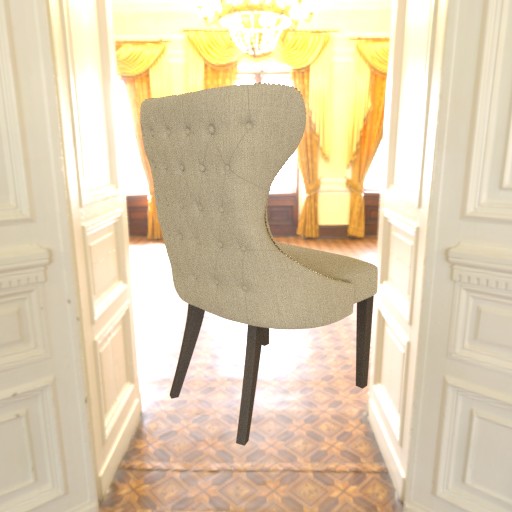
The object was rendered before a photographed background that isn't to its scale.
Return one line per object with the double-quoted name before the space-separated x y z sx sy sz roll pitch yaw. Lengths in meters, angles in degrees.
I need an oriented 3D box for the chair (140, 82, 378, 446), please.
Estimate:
"chair" 0.000 0.000 1.429 0.635 0.967 0.628 -13 19 -43
